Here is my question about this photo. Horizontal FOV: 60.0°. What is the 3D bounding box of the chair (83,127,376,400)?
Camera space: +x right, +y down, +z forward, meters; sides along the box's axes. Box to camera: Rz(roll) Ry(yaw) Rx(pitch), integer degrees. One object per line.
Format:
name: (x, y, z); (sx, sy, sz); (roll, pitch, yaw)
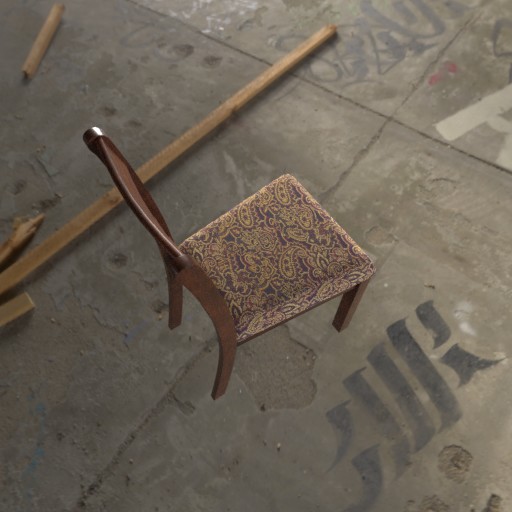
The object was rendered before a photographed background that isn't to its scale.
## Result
chair: (0.000, 0.000, 1.296); (0.584, 0.965, 0.457); (-30, 64, -17)
